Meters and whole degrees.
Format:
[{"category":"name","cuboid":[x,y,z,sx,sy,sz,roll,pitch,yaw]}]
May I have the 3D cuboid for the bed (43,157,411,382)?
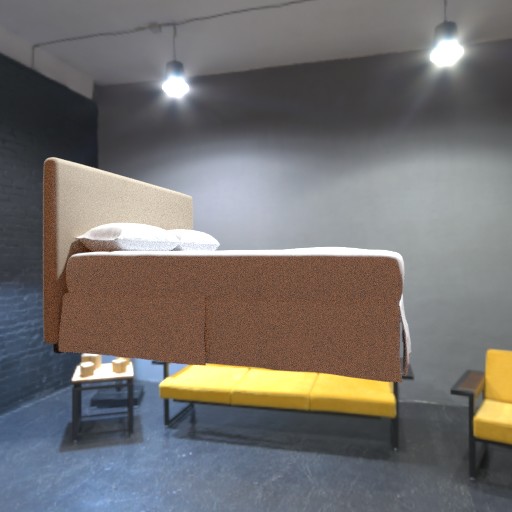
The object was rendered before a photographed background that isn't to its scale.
[{"category":"bed","cuboid":[0.000,0.000,3.548,2.319,1.317,2.119,0,0,18]}]
